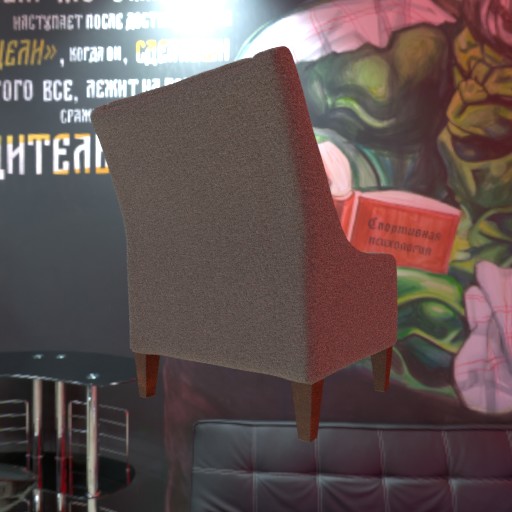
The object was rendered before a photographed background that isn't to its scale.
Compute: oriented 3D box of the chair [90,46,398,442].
[{"bbox_3d":[0.000,0.000,1.595,0.774,1.016,0.870,0,-1,36],"label":"chair"}]
